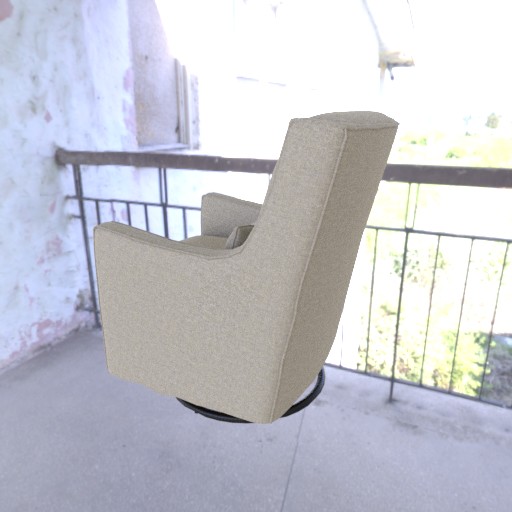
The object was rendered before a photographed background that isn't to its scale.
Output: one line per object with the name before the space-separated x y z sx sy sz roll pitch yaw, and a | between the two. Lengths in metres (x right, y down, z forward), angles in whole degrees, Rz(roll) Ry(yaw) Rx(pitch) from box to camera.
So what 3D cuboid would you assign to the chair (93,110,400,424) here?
chair | 0.000 0.000 1.592 0.879 0.993 0.732 9 20 25
